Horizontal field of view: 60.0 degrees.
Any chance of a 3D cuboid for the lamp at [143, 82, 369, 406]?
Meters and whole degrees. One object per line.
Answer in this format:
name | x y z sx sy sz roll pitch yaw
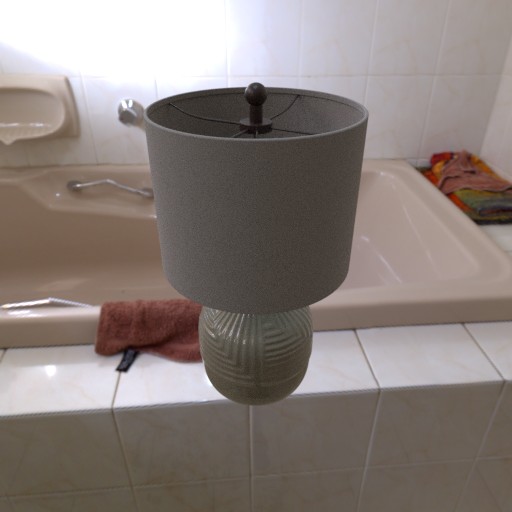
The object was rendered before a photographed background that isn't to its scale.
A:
lamp | 0.000 0.000 0.767 0.318 0.567 0.318 0 31 0
